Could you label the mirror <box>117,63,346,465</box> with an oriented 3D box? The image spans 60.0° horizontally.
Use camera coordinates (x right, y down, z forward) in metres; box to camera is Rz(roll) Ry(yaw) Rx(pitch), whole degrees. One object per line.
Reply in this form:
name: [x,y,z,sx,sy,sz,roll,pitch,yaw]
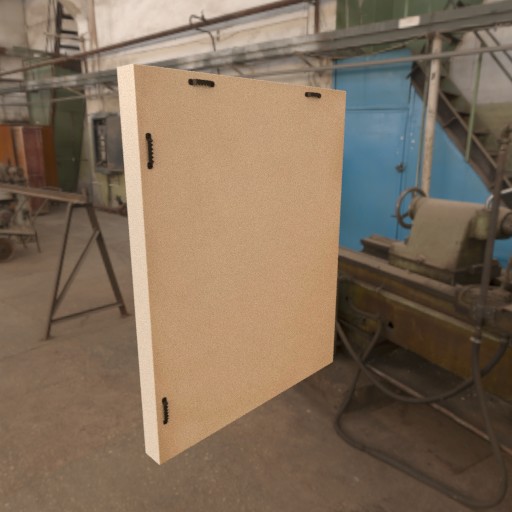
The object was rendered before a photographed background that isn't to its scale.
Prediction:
mirror: [0.000,0.000,0.689,0.041,0.509,0.406,14,21,43]
